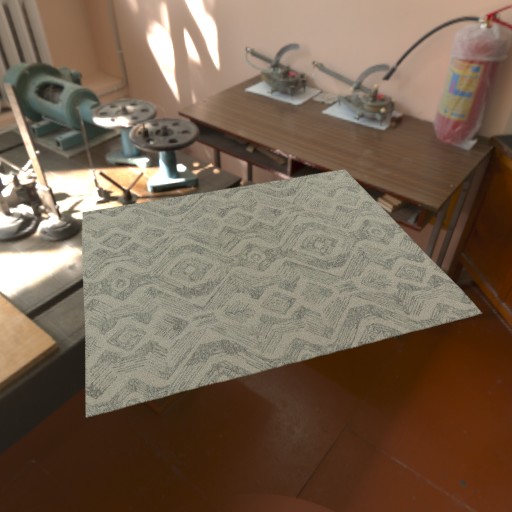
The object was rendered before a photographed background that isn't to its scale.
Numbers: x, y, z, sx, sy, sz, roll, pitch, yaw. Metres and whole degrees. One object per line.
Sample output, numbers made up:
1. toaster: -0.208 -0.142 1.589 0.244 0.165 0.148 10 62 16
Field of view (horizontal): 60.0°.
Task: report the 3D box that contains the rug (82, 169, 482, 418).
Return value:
1. rug: 0.000 0.000 4.081 3.054 0.030 2.430 -11 42 -13
